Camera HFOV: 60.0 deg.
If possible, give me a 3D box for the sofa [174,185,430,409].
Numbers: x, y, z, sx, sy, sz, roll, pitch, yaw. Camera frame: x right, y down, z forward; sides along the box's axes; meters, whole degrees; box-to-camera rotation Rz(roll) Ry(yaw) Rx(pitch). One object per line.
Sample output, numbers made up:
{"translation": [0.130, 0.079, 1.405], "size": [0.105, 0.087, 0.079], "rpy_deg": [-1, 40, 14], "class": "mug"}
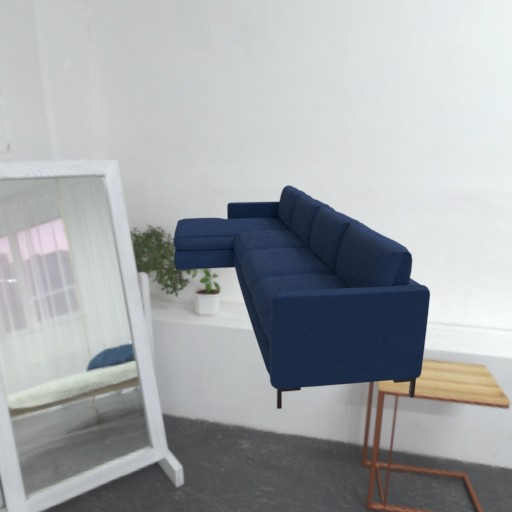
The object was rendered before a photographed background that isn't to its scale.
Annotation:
{"translation": [0.000, 0.000, 2.928], "size": [1.128, 0.679, 2.450], "rpy_deg": [-2, 16, -8], "class": "sofa"}
